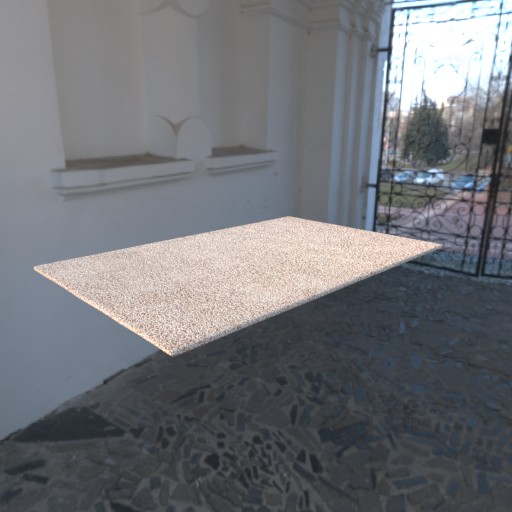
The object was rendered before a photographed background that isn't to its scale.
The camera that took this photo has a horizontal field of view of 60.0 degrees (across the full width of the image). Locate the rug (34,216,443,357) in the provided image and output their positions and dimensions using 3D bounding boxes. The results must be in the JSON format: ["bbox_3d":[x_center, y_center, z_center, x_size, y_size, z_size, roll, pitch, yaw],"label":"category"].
[{"bbox_3d":[0.000,0.000,3.484,2.743,0.030,1.778,-15,22,-42],"label":"rug"}]
